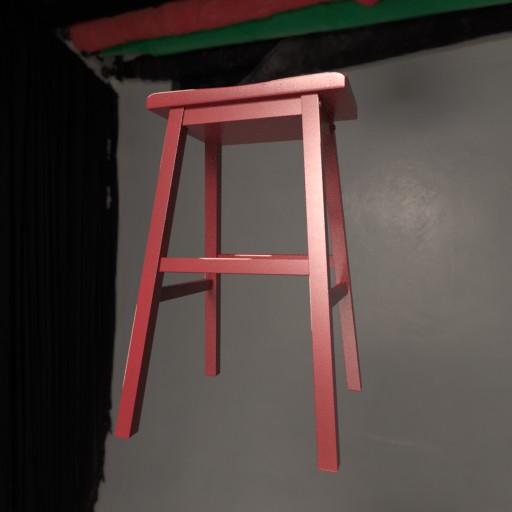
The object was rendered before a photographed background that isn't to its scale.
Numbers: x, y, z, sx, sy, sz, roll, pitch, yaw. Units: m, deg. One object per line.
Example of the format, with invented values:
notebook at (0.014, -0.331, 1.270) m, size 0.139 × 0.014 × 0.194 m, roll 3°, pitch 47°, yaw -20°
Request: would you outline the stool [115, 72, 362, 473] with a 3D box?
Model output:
stool at (0.000, 0.000, 1.056) m, size 0.457 × 0.737 × 0.476 m, roll 1°, pitch 2°, yaw 18°
